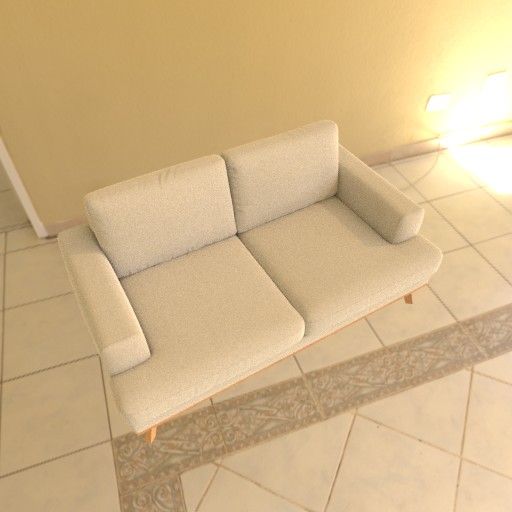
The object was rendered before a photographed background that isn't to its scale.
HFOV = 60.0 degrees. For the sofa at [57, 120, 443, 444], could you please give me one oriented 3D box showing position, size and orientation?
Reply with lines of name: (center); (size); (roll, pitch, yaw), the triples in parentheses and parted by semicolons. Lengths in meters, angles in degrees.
sofa: (0.000, 0.000, 2.149); (1.651, 0.810, 0.915); (-23, 50, -20)
